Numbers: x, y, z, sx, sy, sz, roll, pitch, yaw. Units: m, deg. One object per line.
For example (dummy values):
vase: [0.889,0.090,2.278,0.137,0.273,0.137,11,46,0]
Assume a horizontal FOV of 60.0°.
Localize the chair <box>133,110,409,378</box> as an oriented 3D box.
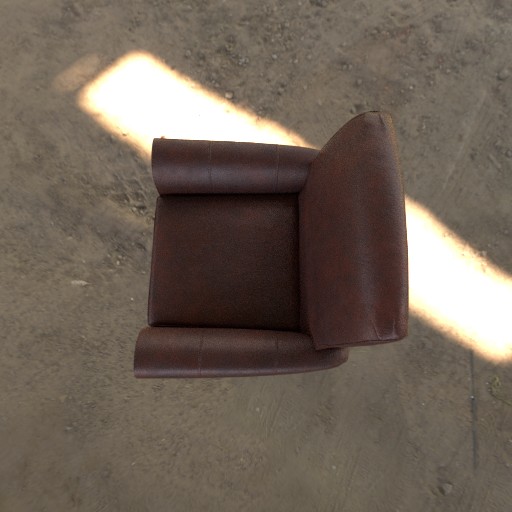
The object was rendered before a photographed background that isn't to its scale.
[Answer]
chair: [0.000,0.000,1.809,0.902,1.061,0.978,1,75,0]
